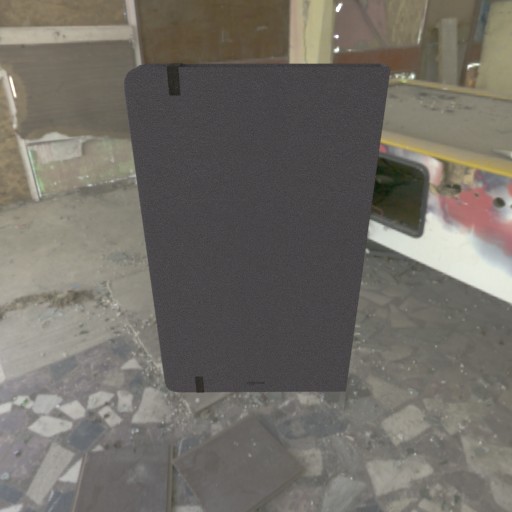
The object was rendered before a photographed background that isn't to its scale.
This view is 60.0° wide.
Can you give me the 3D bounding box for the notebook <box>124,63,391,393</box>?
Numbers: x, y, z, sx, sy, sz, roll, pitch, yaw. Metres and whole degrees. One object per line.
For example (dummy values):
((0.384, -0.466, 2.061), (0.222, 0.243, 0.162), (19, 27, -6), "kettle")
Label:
((0.000, 0.000, 0.267), (0.127, 0.213, 0.016), (0, 29, 0), "notebook")
